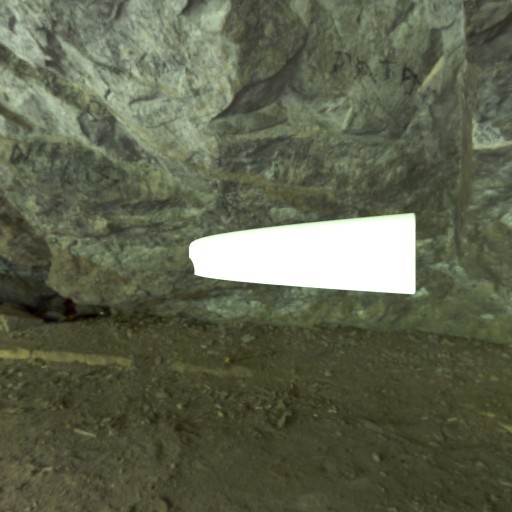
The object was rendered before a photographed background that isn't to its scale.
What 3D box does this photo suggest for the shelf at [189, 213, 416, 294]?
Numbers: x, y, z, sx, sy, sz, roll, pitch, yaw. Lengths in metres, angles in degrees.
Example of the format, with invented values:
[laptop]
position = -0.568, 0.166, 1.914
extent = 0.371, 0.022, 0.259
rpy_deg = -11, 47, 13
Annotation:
[shelf]
position = 0.000, 0.000, 0.457
extent = 0.310, 0.050, 0.310
rpy_deg = 0, -1, 19
